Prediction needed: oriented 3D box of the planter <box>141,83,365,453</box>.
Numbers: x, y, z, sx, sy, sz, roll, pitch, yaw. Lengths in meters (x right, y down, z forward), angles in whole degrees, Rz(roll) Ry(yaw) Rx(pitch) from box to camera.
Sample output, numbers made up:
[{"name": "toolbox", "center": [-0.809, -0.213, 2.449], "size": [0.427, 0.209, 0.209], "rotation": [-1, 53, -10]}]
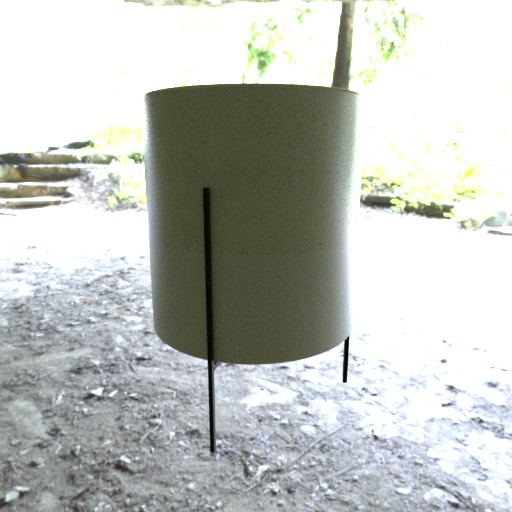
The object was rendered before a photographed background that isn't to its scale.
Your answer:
[{"name": "planter", "center": [0.000, 0.000, 0.714], "size": [0.333, 0.483, 0.324], "rotation": [-3, 14, -10]}]
